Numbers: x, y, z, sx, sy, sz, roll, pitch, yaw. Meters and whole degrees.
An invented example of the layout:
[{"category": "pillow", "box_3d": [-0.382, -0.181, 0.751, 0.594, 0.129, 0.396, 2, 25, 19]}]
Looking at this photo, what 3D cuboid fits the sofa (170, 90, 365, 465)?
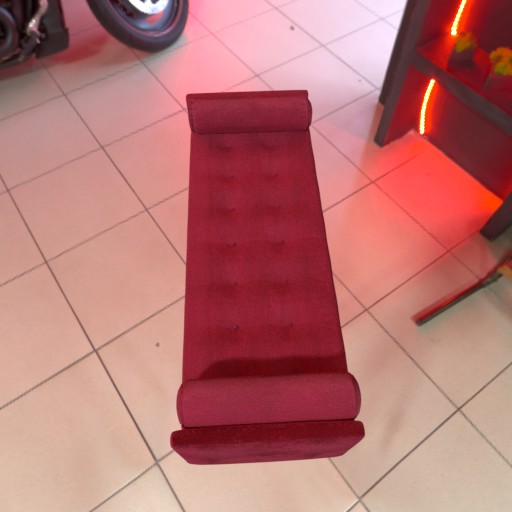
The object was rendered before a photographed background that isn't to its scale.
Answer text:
[{"category": "sofa", "box_3d": [0.000, 0.000, 2.519, 0.796, 0.705, 2.102, -2, 59, -2]}]
